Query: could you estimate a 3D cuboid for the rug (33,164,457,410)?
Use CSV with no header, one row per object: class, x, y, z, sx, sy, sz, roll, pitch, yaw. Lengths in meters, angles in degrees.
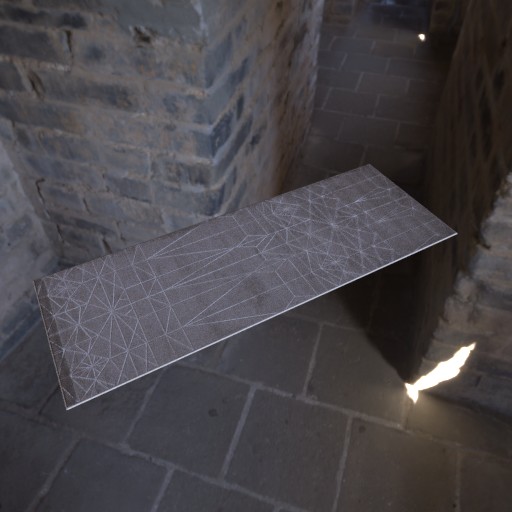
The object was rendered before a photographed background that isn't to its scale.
rug,0.000,0.000,2.629,2.388,0.012,0.864,-21,50,-20
